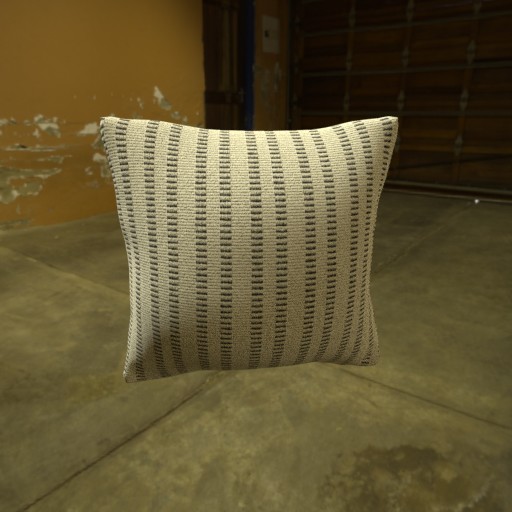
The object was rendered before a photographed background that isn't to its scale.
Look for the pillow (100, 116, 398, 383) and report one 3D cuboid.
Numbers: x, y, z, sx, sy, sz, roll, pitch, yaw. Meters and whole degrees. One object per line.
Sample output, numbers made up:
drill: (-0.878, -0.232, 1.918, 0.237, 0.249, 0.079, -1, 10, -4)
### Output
pillow: (0.000, 0.000, 0.696, 0.438, 0.419, 0.247, -2, 17, -8)
